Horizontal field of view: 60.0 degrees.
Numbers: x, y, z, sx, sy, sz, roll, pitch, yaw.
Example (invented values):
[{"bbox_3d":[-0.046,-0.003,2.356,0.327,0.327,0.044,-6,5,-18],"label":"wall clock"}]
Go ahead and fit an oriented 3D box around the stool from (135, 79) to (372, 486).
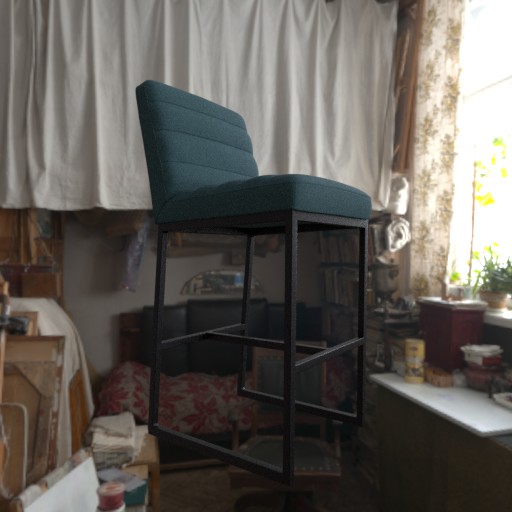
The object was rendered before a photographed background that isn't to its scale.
[{"bbox_3d":[0.000,0.000,1.326,0.560,1.040,0.460,1,1,36],"label":"stool"}]
